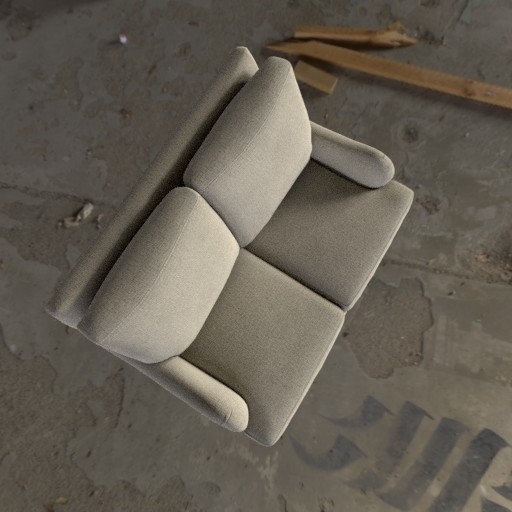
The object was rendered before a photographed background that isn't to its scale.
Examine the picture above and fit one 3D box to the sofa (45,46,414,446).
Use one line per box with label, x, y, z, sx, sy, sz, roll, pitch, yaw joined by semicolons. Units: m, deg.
sofa;0.000;0.000;2.184;1.087;0.999;1.480;31;78;7
